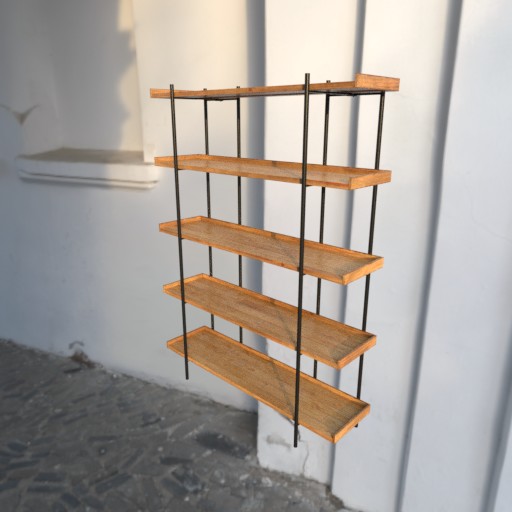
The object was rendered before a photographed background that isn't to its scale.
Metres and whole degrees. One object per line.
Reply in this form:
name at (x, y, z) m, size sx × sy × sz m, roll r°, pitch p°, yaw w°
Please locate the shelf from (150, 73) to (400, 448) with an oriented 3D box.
shelf at (0.000, 0.000, 2.490) m, size 1.371 × 1.826 × 0.379 m, roll 16°, pitch 23°, yaw 41°
